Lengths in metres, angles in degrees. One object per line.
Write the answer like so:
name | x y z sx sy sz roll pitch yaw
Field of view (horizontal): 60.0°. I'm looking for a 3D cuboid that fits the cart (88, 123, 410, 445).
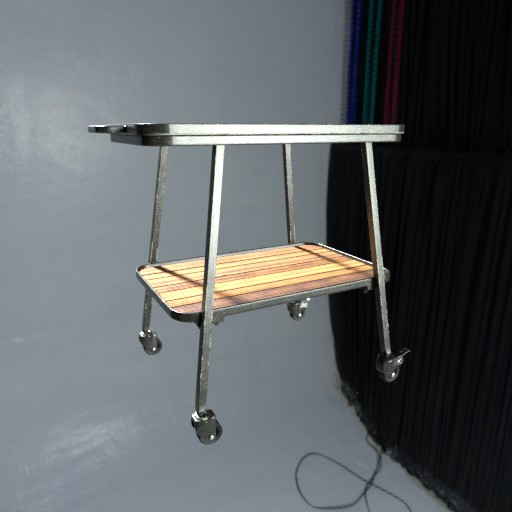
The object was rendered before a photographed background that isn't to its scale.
cart | 0.000 0.000 1.233 0.806 0.700 0.515 -8 18 -27
